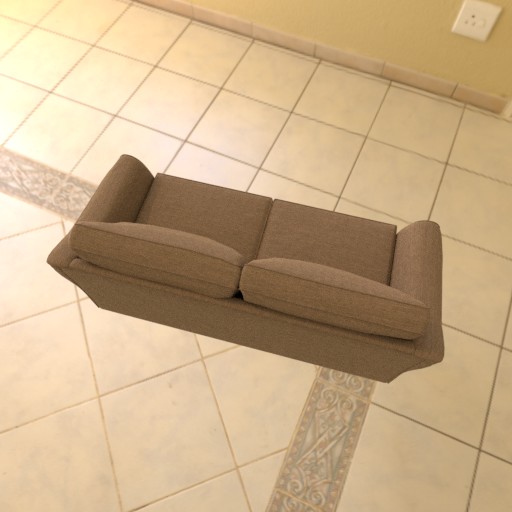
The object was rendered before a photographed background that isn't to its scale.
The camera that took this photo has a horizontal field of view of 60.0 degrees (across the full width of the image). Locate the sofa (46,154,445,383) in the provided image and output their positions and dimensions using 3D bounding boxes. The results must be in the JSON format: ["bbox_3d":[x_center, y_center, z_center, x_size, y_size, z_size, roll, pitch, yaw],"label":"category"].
[{"bbox_3d":[0.000,0.000,2.857,2.270,0.965,0.980,13,65,6],"label":"sofa"}]
